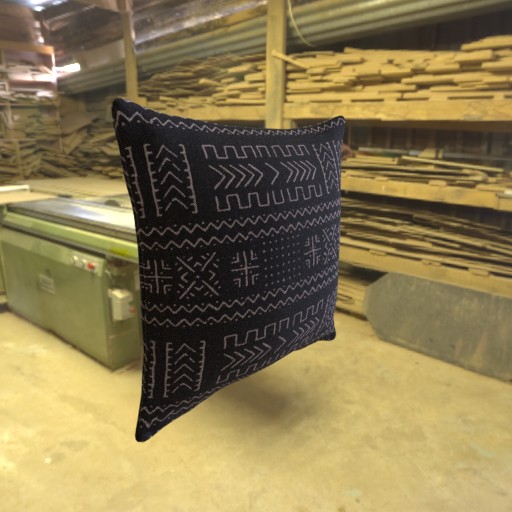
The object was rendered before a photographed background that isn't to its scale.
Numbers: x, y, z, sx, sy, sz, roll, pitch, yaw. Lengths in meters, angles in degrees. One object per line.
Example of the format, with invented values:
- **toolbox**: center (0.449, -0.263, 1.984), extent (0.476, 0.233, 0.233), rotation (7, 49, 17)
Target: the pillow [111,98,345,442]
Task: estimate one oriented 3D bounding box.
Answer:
- **pillow**: center (0.000, 0.000, 0.674), extent (0.438, 0.430, 0.164), rotation (-14, 21, -43)
